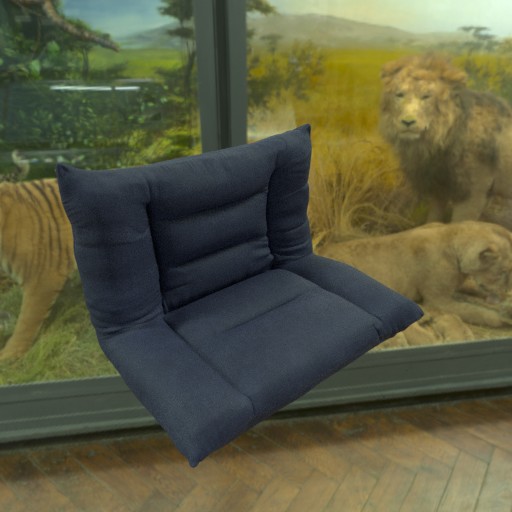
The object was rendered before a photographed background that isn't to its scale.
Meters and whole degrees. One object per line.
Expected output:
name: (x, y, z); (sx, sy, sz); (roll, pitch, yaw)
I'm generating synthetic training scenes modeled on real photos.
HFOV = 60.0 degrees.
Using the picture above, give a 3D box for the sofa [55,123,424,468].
sofa: (0.000, 0.000, 1.659); (1.122, 0.778, 0.849); (-21, 35, -33)
